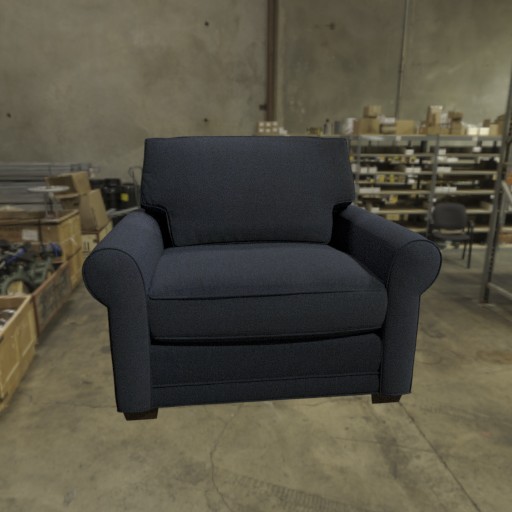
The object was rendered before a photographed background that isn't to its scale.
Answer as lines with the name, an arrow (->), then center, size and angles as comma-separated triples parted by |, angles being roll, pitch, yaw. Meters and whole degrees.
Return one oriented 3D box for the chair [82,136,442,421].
chair -> 0.000, 0.000, 1.992 | 1.285, 1.044, 0.963 | -2, 15, -6
